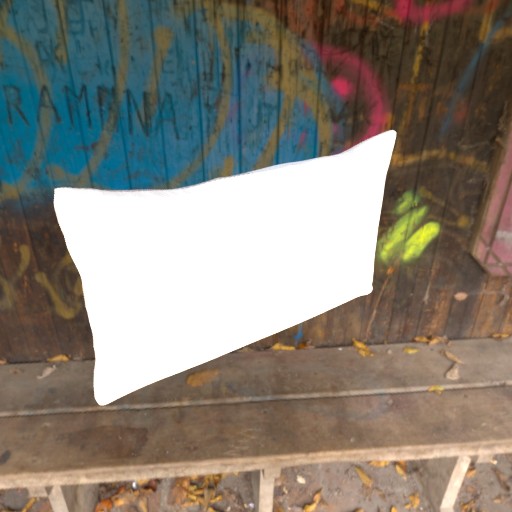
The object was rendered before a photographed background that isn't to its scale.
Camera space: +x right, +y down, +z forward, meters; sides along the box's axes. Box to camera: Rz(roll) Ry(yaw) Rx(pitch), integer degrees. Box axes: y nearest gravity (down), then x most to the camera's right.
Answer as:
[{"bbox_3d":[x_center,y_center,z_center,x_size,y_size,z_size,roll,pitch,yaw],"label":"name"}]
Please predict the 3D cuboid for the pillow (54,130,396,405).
[{"bbox_3d":[0.000,0.000,0.637,0.506,0.305,0.139,-18,34,-28],"label":"pillow"}]
